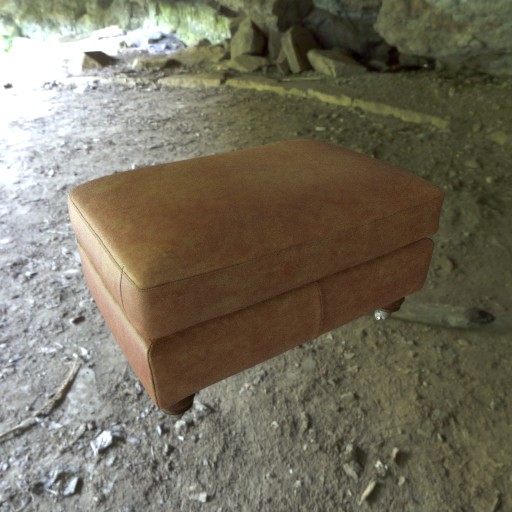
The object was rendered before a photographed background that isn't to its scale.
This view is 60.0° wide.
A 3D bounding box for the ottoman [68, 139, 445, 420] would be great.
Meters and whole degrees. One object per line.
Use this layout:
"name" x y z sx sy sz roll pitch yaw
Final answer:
"ottoman" 0.000 0.000 1.223 0.852 0.507 0.565 -18 35 -28
